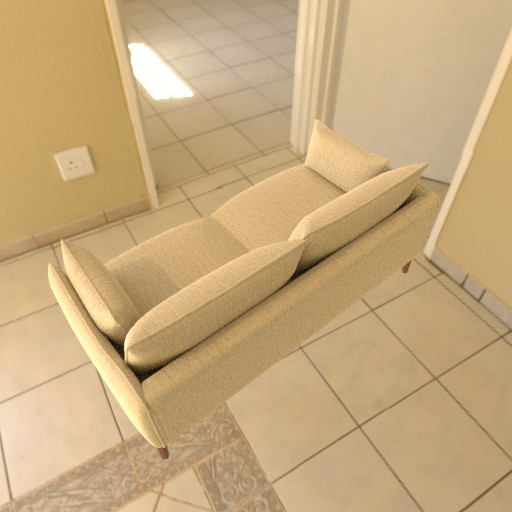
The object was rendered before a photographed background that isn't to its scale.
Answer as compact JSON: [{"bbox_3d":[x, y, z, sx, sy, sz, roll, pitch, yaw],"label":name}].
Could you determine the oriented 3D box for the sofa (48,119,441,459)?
[{"bbox_3d":[0.000,0.000,2.475,1.989,0.860,0.991,-31,54,-26],"label":"sofa"}]
